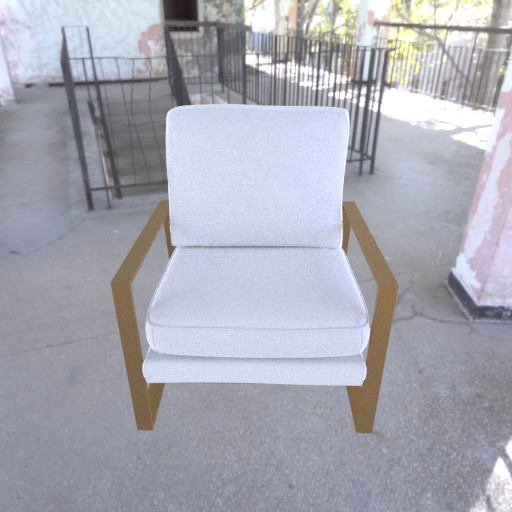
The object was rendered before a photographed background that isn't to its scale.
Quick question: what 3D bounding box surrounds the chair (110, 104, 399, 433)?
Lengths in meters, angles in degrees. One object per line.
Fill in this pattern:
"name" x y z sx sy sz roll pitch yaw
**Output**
"chair" 0.000 0.000 1.598 0.805 0.966 0.813 0 29 1
